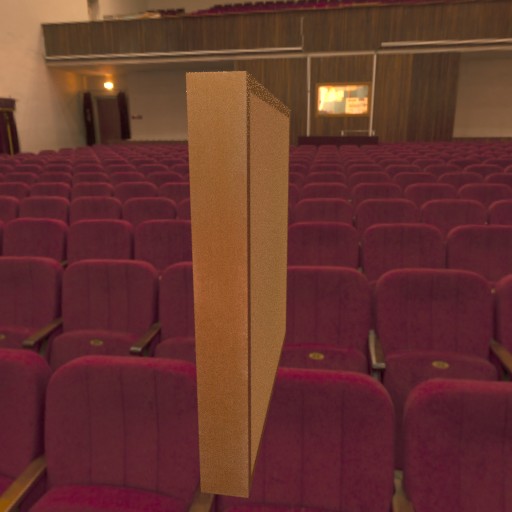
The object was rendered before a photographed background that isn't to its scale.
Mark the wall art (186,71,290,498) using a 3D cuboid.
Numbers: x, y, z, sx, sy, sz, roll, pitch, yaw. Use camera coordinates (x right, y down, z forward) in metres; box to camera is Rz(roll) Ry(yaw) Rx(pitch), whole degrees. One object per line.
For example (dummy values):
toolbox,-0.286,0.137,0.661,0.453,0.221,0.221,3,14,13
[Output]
wall art,0.000,0.000,0.451,0.038,0.305,0.306,2,14,9
